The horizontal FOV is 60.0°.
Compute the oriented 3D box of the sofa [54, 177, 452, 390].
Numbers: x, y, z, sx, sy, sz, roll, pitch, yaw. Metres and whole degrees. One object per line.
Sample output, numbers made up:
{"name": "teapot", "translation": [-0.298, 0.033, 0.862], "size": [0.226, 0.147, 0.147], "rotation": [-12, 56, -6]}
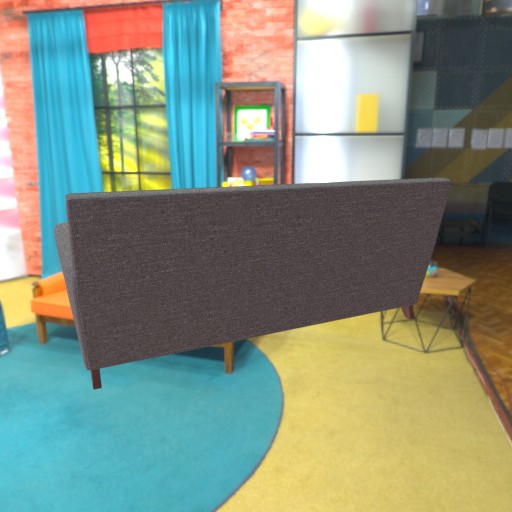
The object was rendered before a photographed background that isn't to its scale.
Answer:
{"name": "sofa", "translation": [0.000, 0.000, 2.439], "size": [1.976, 0.846, 0.875], "rotation": [-7, 16, -25]}
